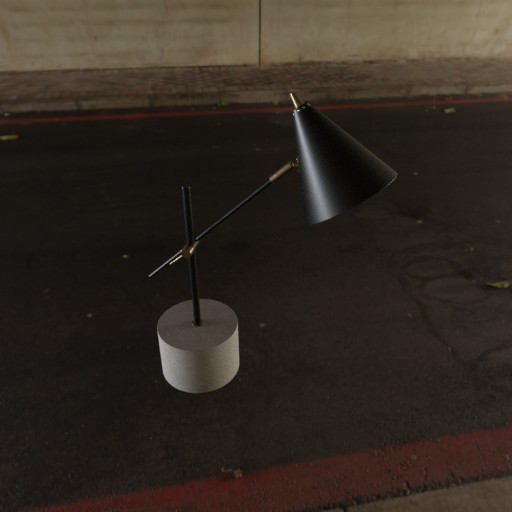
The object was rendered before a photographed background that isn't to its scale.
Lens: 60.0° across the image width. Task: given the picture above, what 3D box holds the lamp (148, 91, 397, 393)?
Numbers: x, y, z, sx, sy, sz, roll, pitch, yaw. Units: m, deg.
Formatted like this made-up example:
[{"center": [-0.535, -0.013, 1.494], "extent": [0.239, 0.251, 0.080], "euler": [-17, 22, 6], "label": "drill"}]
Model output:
[{"center": [0.000, 0.000, 0.747], "extent": [0.403, 0.518, 0.214], "euler": [12, 33, 19], "label": "lamp"}]
